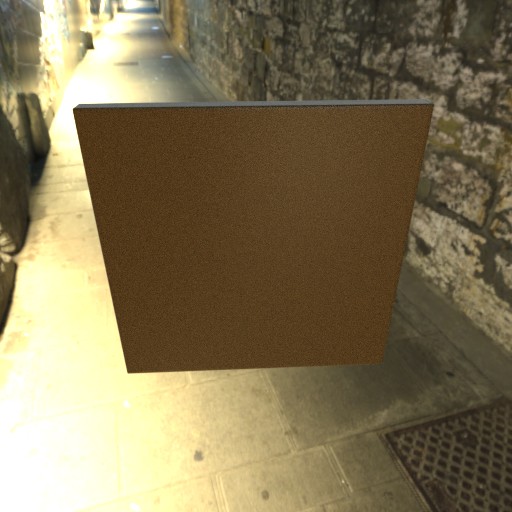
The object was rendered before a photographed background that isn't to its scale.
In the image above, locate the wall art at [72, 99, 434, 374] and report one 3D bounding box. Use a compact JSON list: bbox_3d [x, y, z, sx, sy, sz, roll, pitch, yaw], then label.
[{"bbox_3d":[0.000,0.000,1.935,1.287,1.288,0.078,-2,31,-3],"label":"wall art"}]
